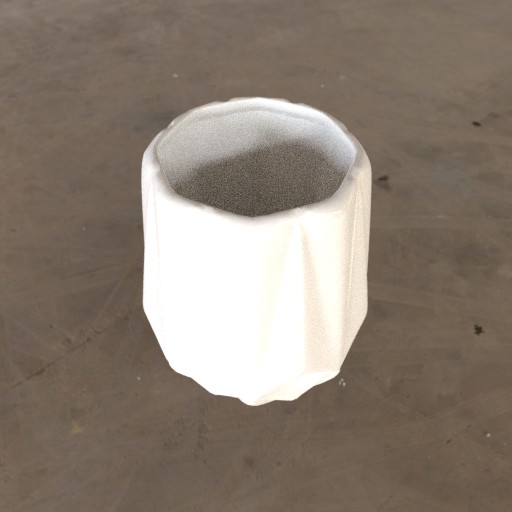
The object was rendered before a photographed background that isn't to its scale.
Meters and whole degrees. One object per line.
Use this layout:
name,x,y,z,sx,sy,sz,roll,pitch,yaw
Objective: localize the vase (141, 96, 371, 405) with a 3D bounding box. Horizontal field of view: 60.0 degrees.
vase,0.000,0.000,0.264,0.141,0.152,0.141,0,48,0
